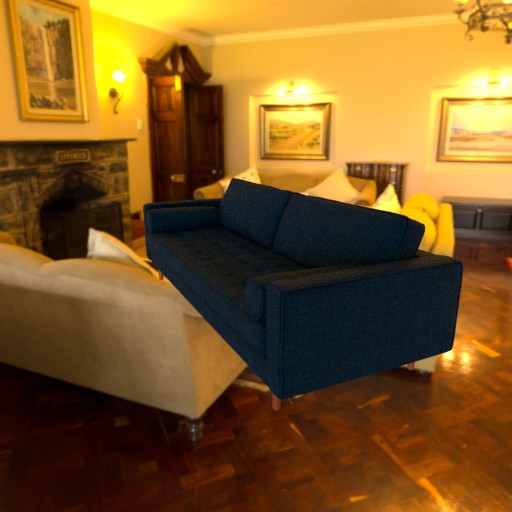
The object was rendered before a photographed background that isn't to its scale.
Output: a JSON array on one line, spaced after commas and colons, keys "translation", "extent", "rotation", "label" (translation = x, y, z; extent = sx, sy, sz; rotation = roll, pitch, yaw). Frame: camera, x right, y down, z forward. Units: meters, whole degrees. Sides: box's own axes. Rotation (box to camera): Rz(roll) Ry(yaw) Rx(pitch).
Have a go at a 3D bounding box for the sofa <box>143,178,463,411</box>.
[{"translation": [0.000, 0.000, 2.689], "extent": [0.914, 0.762, 2.210], "rotation": [-7, 17, -25], "label": "sofa"}]
